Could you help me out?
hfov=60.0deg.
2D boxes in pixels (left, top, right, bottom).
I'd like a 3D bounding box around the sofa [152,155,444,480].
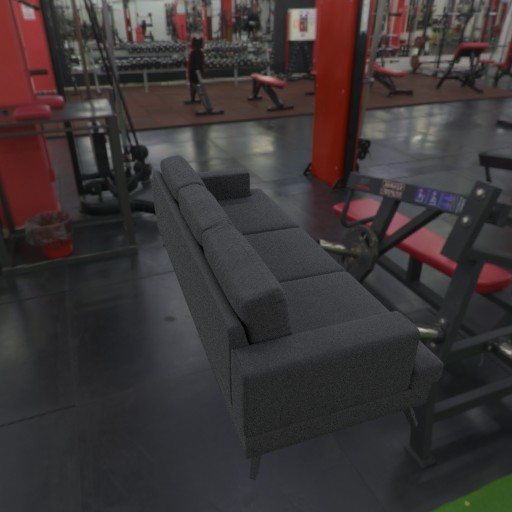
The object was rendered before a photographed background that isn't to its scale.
[{"bbox_3d":[0.000,0.000,2.706,0.920,0.810,2.310,-10,30,-17],"label":"sofa"}]
